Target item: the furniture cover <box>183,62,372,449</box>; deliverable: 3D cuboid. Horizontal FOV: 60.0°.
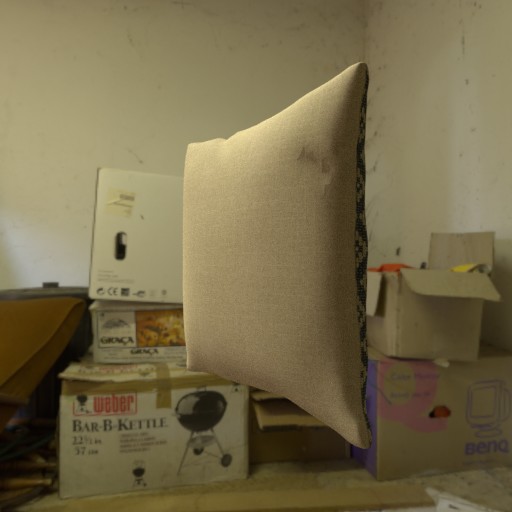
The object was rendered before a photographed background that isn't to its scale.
[{"bbox_3d":[0.000,0.000,0.665,0.139,0.431,0.431,0,-1,-35],"label":"furniture cover"}]
